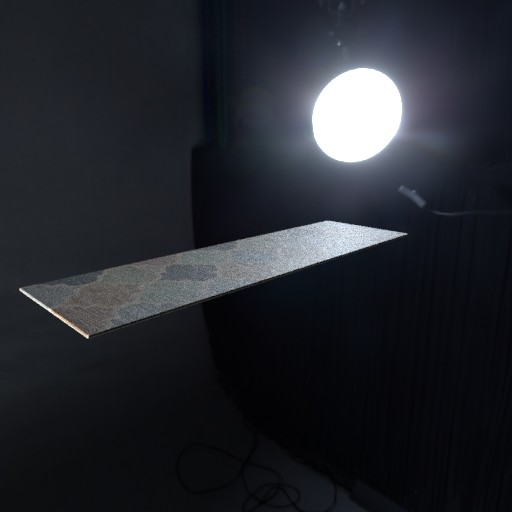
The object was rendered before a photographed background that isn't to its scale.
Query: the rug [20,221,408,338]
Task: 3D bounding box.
[{"bbox_3d":[0.000,0.000,2.514,2.287,0.011,0.687,-15,21,-43],"label":"rug"}]
